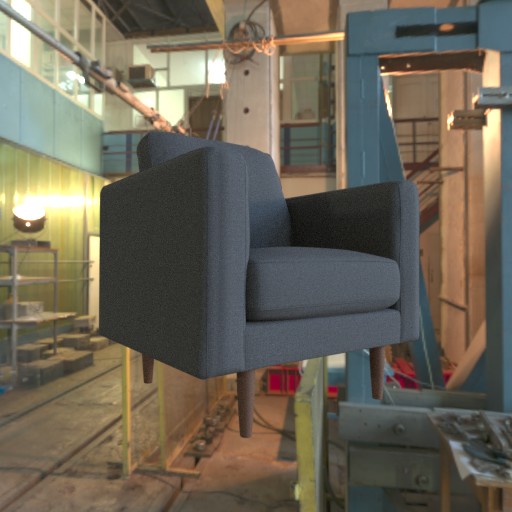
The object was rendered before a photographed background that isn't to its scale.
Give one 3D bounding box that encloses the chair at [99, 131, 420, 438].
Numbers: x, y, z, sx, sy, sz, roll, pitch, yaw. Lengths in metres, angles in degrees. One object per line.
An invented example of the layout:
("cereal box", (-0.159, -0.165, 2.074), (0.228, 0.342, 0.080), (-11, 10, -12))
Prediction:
("chair", (0.000, 0.000, 1.540), (0.854, 0.927, 0.800), (1, -1, -37))
